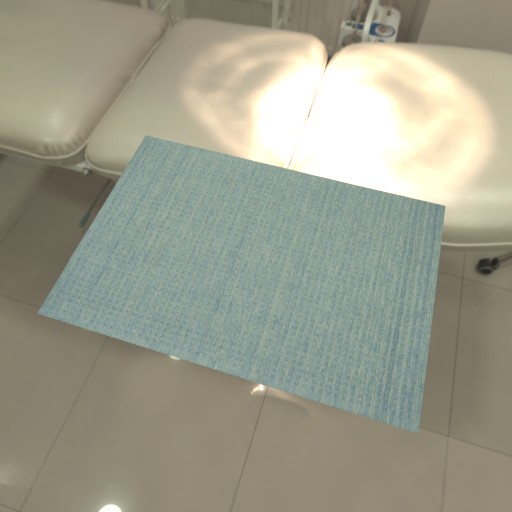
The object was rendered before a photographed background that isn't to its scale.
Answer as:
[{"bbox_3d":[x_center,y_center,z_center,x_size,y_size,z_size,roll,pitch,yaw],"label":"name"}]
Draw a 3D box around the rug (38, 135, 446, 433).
[{"bbox_3d":[0.000,0.000,3.663,2.895,0.006,1.982,15,61,9],"label":"rug"}]
